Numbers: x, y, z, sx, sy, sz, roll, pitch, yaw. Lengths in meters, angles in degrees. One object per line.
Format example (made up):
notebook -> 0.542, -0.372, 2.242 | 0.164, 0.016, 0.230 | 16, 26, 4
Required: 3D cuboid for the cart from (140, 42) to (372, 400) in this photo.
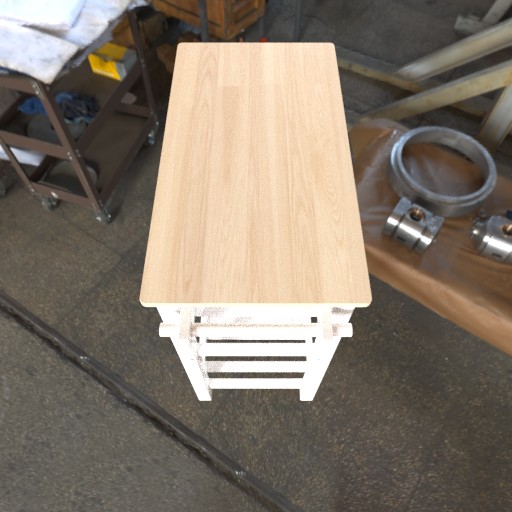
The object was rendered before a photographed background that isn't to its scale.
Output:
cart -> 0.000, 0.000, 1.461 | 0.457, 0.927, 0.899 | 0, 59, 0
